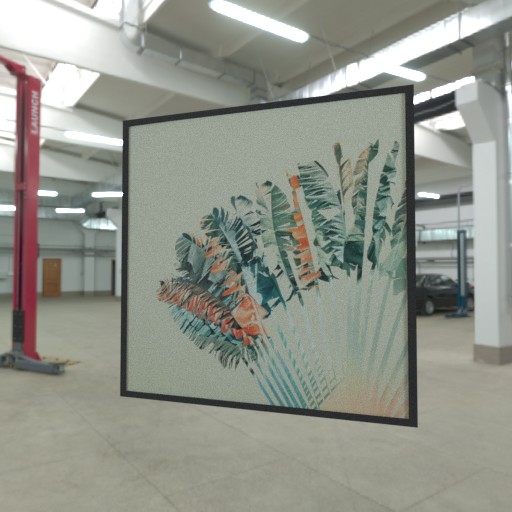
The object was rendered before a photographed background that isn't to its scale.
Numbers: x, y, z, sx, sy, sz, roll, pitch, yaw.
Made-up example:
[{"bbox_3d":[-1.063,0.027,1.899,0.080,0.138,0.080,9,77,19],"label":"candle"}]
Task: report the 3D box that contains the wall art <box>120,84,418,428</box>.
[{"bbox_3d":[0.000,0.000,0.752,0.509,0.507,0.037,-1,-2,18],"label":"wall art"}]
